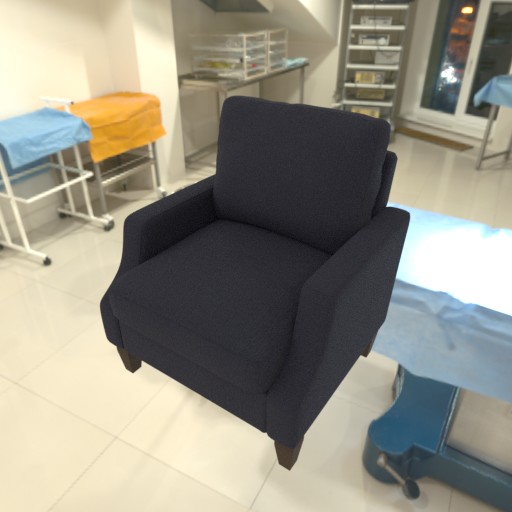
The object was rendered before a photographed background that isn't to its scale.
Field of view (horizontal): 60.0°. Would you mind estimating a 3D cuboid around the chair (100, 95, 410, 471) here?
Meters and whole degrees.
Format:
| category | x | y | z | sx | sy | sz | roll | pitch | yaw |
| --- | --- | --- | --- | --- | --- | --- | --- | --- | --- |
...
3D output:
| category | x | y | z | sx | sy | sz | roll | pitch | yaw |
| --- | --- | --- | --- | --- | --- | --- | --- | --- | --- |
| chair | 0.000 | 0.000 | 1.635 | 0.855 | 0.991 | 0.897 | 20 | 37 | 29 |
